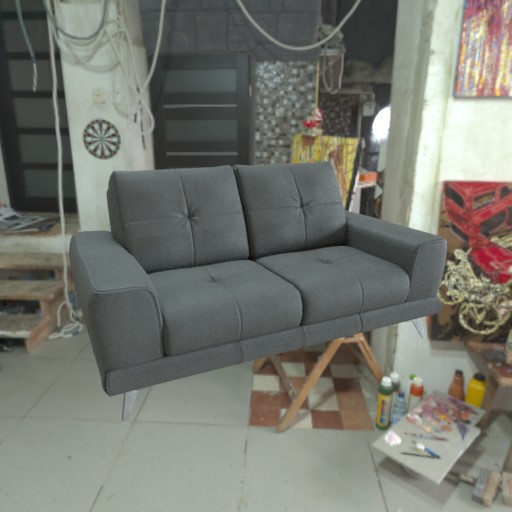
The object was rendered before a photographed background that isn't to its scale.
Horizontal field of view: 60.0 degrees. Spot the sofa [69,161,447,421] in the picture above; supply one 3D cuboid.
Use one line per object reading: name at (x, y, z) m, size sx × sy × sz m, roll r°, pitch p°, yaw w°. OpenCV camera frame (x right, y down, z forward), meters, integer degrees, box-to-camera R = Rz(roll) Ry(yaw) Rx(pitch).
sofa at (0.000, 0.000, 2.368) m, size 1.806 × 0.907 × 1.018 m, roll -8°, pitch 19°, yaw -25°
